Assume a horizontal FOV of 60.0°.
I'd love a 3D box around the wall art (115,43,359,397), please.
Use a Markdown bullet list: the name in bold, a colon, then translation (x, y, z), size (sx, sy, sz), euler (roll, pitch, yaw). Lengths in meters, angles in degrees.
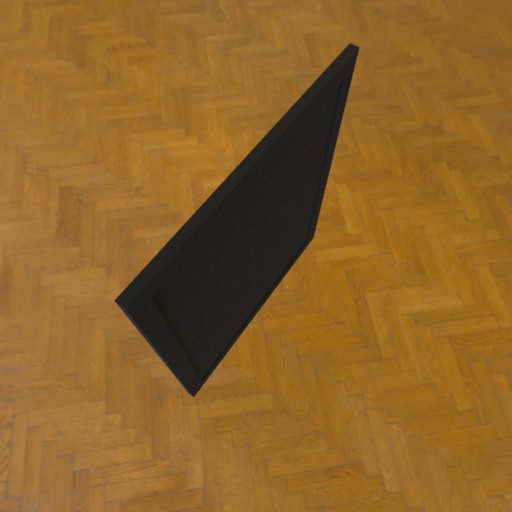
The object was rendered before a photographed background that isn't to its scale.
- **wall art**: translation (0.000, 0.000, 0.512), size (0.010, 0.361, 0.311), euler (33, 68, 15)
